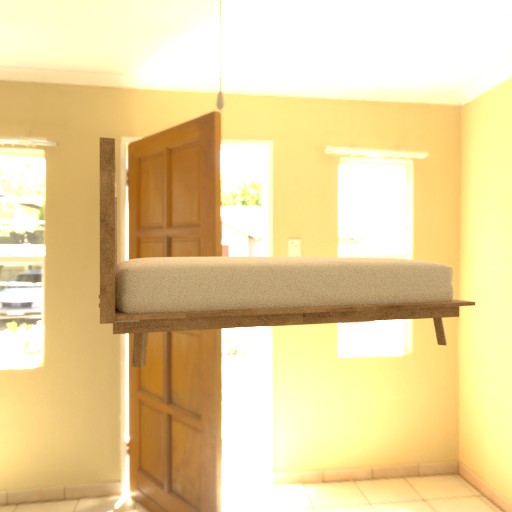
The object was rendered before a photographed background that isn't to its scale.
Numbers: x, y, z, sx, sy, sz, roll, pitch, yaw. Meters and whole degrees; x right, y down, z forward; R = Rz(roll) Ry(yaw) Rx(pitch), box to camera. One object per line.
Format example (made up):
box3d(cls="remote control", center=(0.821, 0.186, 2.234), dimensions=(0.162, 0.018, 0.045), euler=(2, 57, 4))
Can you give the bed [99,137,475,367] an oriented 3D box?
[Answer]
box3d(cls="bed", center=(0.000, 0.000, 3.360), dimensions=(2.167, 1.100, 2.116), euler=(0, 0, -17))
